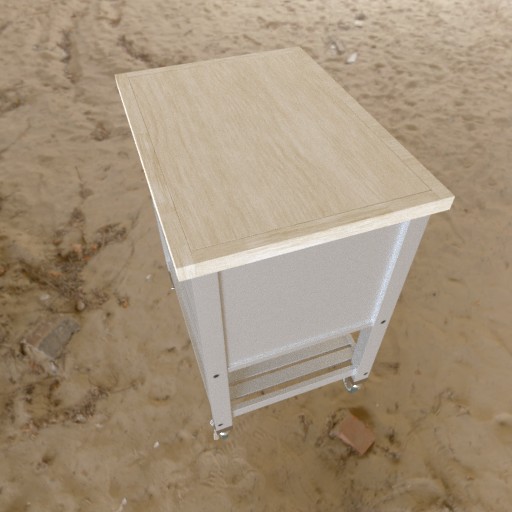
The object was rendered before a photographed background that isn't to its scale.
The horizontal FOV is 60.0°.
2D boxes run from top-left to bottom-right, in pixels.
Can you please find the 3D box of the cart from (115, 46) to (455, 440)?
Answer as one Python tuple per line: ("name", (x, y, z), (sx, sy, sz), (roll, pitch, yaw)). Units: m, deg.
("cart", (0.000, 0.000, 1.386), (0.559, 0.914, 0.762), (-15, 49, -13))
